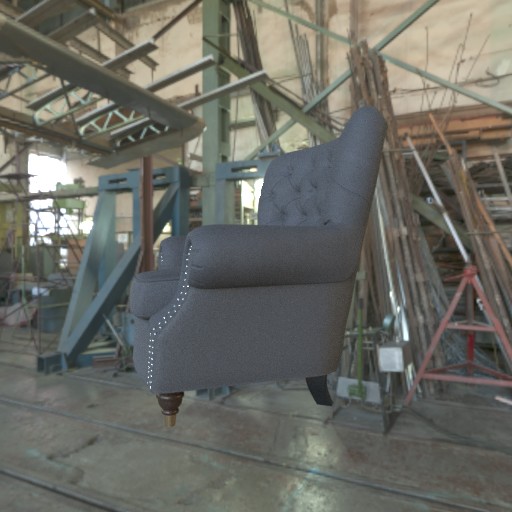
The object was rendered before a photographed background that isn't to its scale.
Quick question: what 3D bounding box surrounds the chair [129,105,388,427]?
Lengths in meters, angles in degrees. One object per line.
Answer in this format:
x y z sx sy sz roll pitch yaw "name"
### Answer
0.000 0.000 1.789 0.983 1.046 0.983 0 0 -18 "chair"
